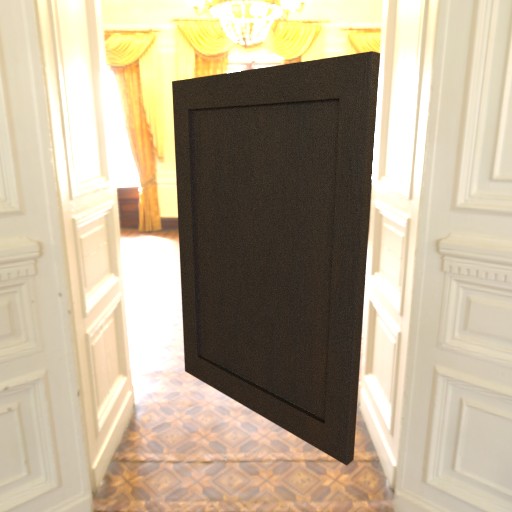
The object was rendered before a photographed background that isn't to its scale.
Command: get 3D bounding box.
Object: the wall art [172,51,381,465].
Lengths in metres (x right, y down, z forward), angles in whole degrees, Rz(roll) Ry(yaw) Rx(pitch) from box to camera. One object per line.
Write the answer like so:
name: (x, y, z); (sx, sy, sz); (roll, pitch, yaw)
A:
wall art: (0.000, 0.000, 0.657); (0.359, 0.513, 0.017); (14, 20, 43)
